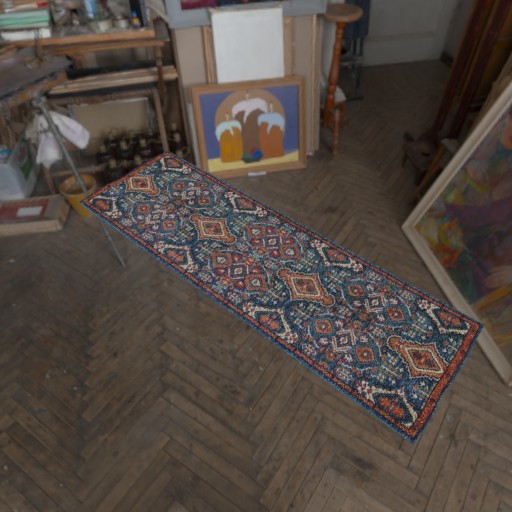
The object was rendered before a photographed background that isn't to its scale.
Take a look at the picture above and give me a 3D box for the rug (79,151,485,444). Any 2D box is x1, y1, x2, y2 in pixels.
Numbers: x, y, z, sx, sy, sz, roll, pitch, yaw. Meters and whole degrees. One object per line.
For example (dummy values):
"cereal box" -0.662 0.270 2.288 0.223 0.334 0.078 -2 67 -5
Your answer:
"rug" 0.000 0.000 2.632 2.459 0.010 0.801 32 55 26
